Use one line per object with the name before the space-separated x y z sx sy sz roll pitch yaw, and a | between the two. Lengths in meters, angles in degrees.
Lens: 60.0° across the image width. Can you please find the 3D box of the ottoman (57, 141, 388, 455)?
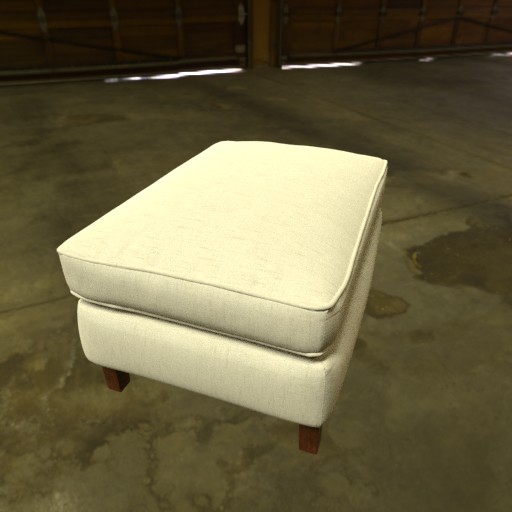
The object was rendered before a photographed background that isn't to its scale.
ottoman | 0.000 0.000 0.976 0.501 0.406 0.665 11 32 18
